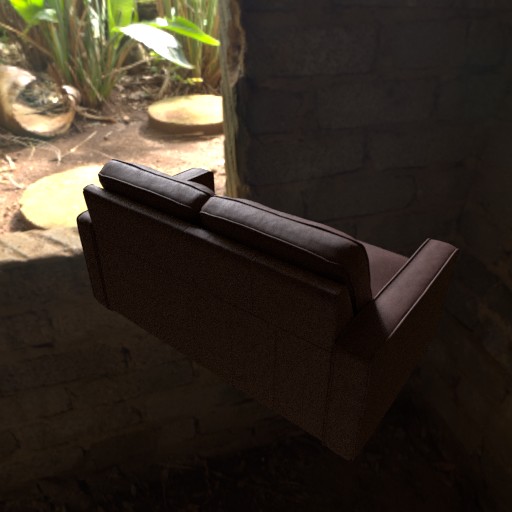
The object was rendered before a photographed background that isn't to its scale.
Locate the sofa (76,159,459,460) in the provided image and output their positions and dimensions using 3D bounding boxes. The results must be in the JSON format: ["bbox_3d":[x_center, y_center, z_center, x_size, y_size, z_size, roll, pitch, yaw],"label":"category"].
[{"bbox_3d":[0.000,0.000,2.257,1.709,0.918,0.947,22,38,31],"label":"sofa"}]
